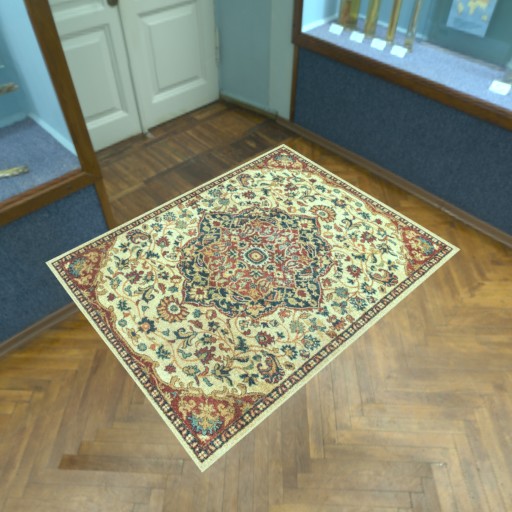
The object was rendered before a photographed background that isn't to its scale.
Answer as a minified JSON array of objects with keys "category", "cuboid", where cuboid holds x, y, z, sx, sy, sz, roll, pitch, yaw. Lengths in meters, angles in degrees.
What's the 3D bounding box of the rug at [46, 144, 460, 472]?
[{"category":"rug","cuboid":[0.000,0.000,4.188,3.067,0.005,2.454,-32,54,-27]}]
